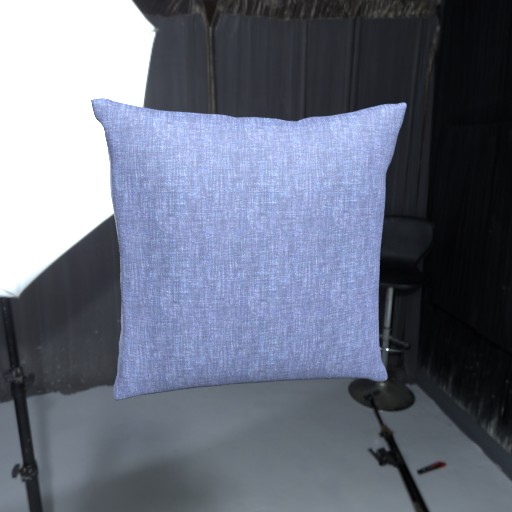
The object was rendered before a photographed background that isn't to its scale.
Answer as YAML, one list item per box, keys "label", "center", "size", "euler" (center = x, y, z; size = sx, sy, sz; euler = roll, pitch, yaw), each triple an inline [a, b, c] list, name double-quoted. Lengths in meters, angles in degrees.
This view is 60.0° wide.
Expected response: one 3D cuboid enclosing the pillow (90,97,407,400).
- label: "pillow"
  center: [0.000, 0.000, 0.764]
  size: [0.510, 0.510, 0.145]
  euler: [-2, 14, -8]
